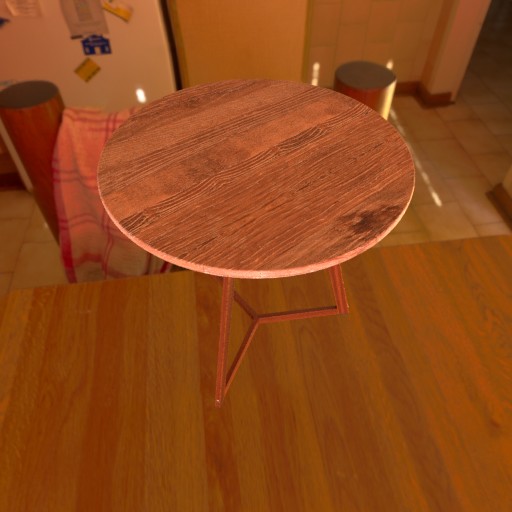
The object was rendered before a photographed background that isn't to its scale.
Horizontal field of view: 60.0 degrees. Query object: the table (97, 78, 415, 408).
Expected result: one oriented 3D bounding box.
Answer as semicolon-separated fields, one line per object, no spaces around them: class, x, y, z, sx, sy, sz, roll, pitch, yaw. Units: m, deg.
table;0.000;0.000;0.900;0.500;0.500;0.500;0;48;0
